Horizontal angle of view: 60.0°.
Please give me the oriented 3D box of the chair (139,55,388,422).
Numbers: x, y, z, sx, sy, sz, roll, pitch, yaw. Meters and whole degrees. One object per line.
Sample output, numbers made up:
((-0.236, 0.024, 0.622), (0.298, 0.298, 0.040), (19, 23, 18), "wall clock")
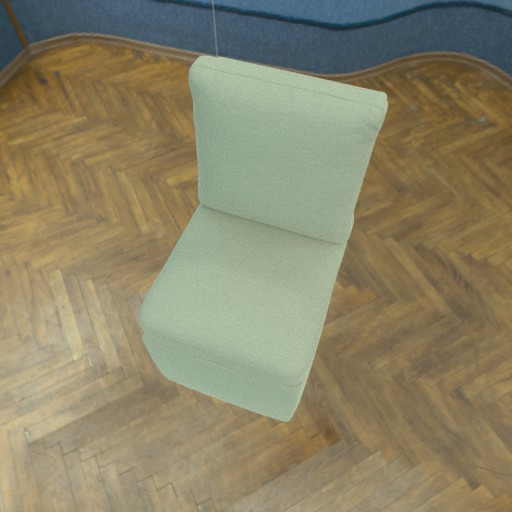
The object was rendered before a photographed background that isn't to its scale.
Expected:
((0.000, 0.000, 1.330), (0.503, 0.927, 0.698), (17, 59, 10), "chair")
